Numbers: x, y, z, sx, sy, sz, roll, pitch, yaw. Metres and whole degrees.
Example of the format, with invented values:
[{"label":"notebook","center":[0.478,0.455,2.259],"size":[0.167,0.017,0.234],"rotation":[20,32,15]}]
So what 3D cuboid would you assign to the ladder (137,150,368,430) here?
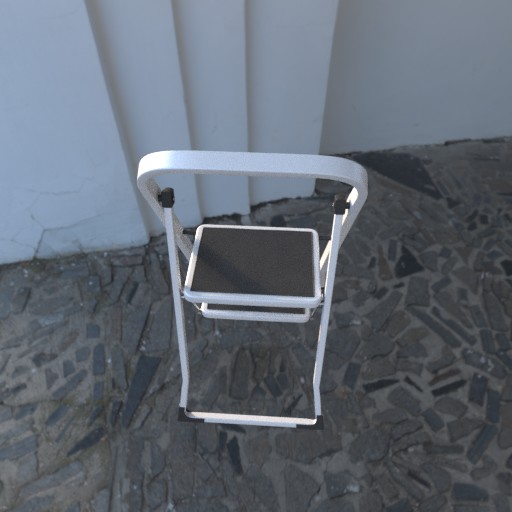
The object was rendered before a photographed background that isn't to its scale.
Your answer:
[{"label":"ladder","center":[0.000,0.000,1.120],"size":[0.460,0.810,0.544],"rotation":[3,47,2]}]
